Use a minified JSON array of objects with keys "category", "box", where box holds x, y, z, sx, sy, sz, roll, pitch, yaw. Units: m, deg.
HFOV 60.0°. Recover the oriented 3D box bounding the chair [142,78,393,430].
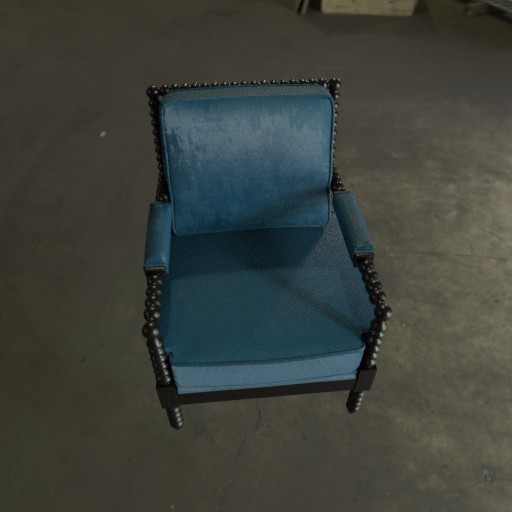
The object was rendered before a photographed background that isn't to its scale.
[{"category":"chair","box":[0.000,0.000,1.461,0.688,0.857,0.805,-4,45,-4]}]
